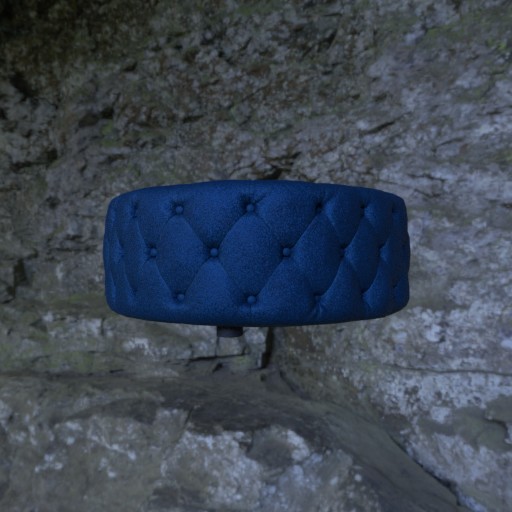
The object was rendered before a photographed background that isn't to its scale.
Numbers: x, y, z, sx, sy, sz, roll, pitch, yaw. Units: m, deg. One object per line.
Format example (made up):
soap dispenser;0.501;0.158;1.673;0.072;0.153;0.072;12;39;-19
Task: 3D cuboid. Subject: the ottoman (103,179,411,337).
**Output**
ottoman;0.000;0.000;1.521;0.998;0.398;0.998;0;0;0
